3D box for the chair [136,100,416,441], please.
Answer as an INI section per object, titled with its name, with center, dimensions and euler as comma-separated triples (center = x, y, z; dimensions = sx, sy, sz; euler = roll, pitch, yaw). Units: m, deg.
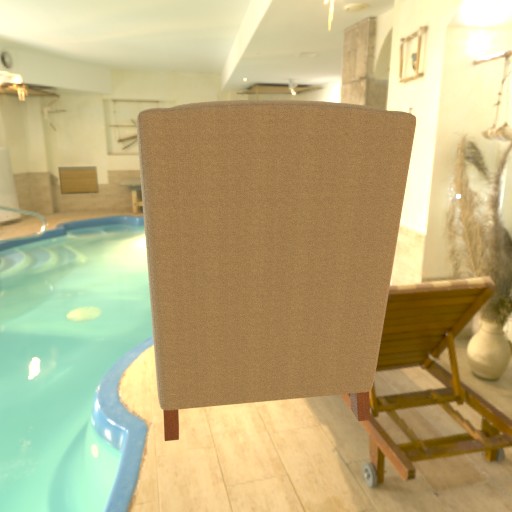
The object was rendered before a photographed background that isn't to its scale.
[chair]
center = 0.000, 0.000, 1.623
dimensions = 0.715, 1.017, 0.890
euler = -2, 15, -9
